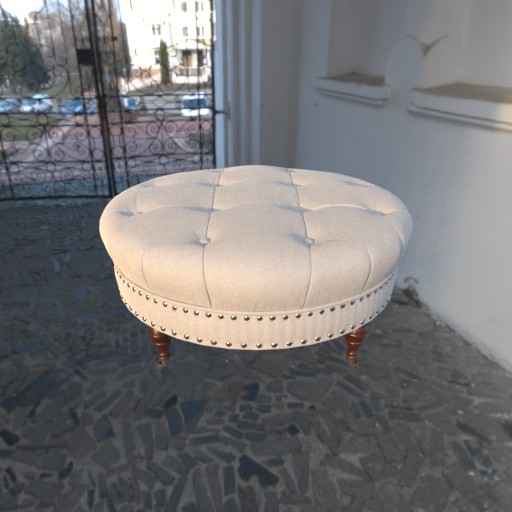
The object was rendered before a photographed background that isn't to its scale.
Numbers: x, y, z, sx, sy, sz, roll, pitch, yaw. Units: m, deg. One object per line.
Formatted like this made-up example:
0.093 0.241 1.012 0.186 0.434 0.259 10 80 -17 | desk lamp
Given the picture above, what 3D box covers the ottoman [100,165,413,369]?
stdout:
0.000 0.000 1.398 0.901 0.439 0.901 0 25 0 | ottoman
